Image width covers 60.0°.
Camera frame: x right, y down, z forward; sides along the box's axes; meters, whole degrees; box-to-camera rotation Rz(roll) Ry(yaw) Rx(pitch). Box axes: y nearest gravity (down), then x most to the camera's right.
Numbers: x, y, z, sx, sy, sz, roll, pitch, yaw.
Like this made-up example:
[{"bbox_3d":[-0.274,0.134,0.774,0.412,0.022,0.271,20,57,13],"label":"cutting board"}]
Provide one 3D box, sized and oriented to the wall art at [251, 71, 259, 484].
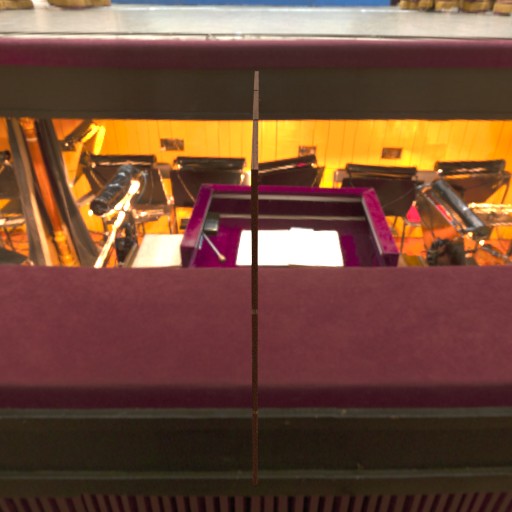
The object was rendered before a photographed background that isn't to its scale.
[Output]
[{"bbox_3d":[0.000,0.000,1.367,0.013,0.914,0.915,0,32,0],"label":"wall art"}]
